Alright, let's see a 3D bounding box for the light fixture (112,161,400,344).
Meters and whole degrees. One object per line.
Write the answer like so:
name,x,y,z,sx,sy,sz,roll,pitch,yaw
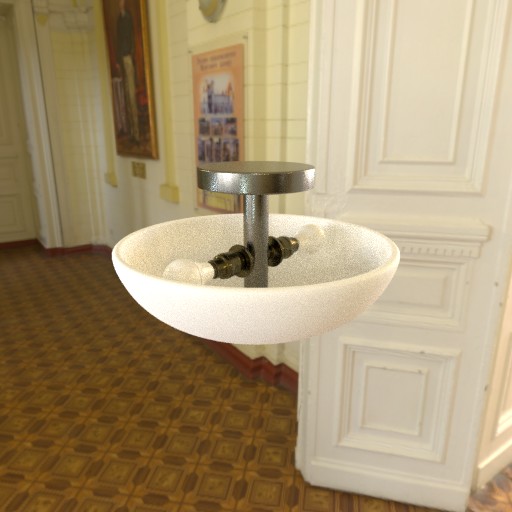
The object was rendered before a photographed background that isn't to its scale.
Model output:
light fixture,0.000,0.000,0.536,0.330,0.214,0.330,0,17,0
